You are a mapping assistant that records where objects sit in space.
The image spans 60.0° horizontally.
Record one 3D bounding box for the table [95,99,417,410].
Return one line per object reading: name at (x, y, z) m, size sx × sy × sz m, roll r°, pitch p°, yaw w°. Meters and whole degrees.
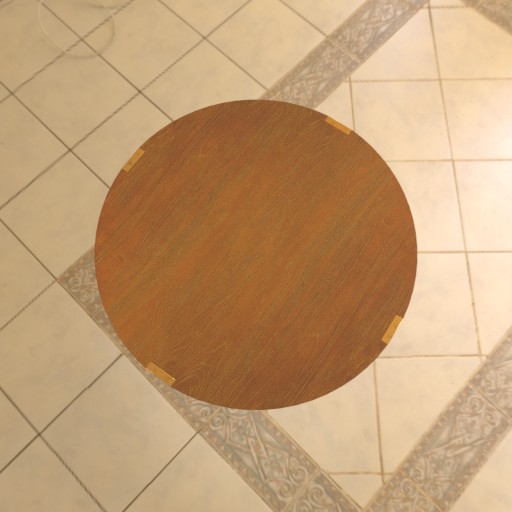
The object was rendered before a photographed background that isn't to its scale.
table at (0.000, 0.000, 1.723) m, size 1.100 × 0.420 × 1.100 m, roll 0°, pitch 75°, yaw 0°
